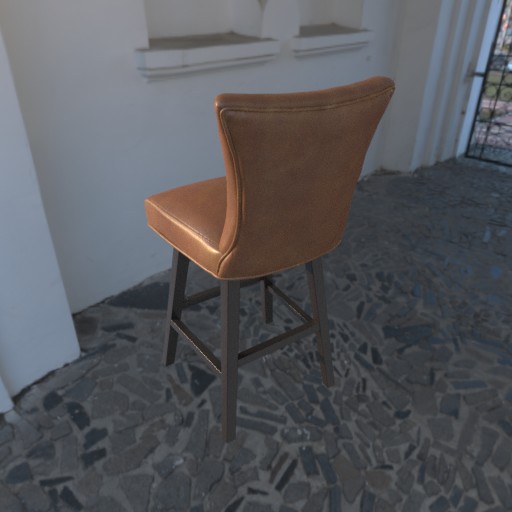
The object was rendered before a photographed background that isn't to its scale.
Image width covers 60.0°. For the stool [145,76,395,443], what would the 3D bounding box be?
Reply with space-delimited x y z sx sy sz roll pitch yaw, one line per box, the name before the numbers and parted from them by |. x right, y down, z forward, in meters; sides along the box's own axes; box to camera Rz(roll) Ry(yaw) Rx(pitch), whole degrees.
stool | 0.000 0.000 1.421 0.522 1.094 0.585 -18 34 -29
